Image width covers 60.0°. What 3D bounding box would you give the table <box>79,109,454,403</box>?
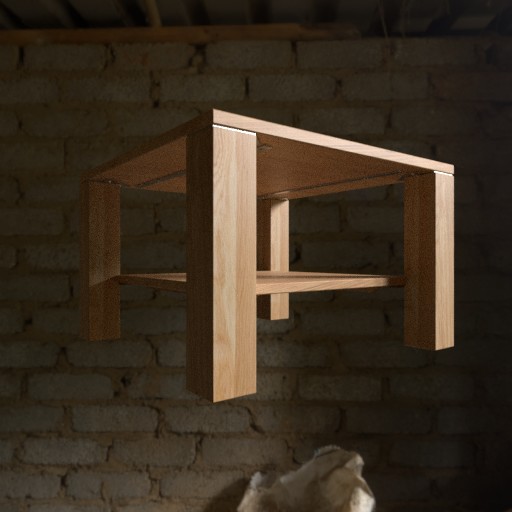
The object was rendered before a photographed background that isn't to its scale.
[{"bbox_3d":[0.000,0.000,1.163,0.700,0.450,0.700,0,0,-37],"label":"table"}]
